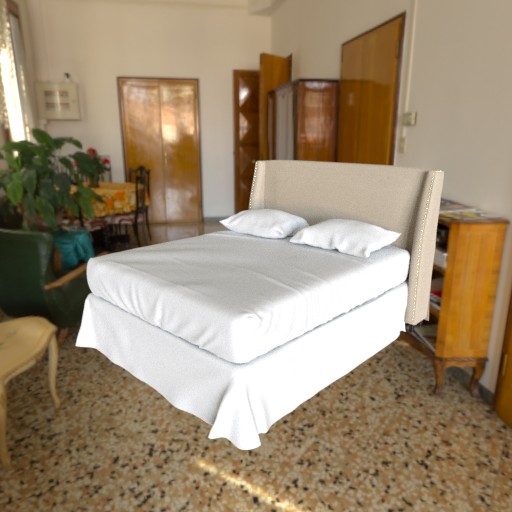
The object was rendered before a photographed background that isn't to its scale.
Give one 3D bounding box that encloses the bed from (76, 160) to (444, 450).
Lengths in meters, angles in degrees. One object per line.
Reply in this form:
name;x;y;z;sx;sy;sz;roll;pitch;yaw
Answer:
bed;0.000;0.000;3.454;1.925;1.332;2.276;14;21;42
